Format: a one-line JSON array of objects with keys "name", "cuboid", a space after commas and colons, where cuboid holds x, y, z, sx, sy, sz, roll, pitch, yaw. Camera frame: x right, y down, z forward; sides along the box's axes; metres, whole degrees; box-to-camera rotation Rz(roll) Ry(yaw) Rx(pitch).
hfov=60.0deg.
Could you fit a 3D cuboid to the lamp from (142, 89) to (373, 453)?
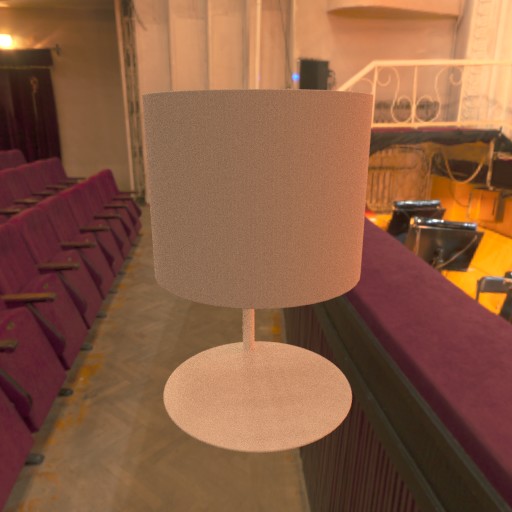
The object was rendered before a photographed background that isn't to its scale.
[{"name": "lamp", "cuboid": [0.000, 0.000, 0.673, 0.299, 0.454, 0.341, -2, 17, -7]}]
